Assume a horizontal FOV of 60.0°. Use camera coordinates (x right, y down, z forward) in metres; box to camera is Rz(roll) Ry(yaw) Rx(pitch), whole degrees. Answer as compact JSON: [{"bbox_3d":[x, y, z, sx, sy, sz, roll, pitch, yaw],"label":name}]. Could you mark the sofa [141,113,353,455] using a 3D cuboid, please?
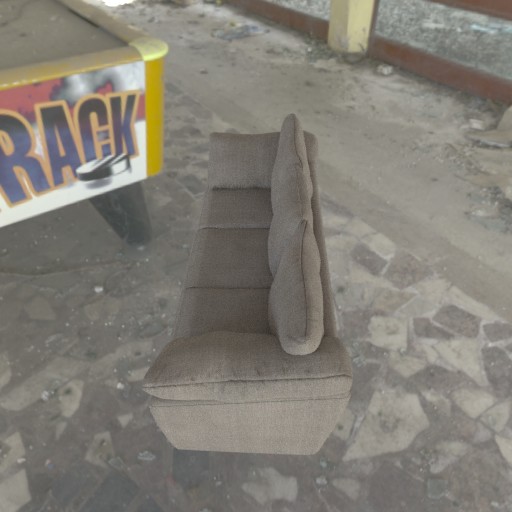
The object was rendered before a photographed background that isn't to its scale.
[{"bbox_3d":[0.000,0.000,2.807,0.878,0.996,2.334,1,41,2],"label":"sofa"}]
